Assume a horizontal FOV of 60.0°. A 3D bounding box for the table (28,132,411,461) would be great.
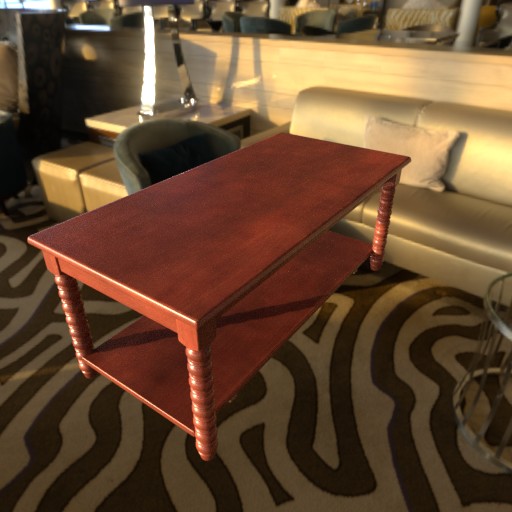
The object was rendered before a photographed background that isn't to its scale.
[{"bbox_3d":[0.000,0.000,1.489,0.580,0.485,1.171,20,36,30],"label":"table"}]
